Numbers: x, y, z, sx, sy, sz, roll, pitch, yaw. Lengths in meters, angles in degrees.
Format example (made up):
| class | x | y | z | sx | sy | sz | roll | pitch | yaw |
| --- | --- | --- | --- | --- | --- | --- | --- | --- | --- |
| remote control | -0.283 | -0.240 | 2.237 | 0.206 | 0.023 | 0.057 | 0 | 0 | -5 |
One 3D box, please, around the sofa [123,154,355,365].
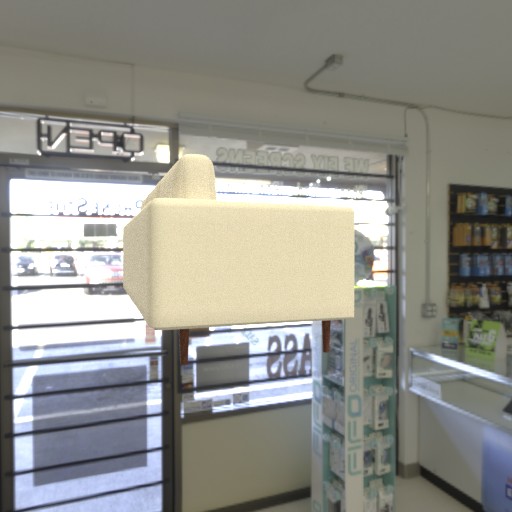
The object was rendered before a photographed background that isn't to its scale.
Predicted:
| class | x | y | z | sx | sy | sz | roll | pitch | yaw |
| --- | --- | --- | --- | --- | --- | --- | --- | --- | --- |
| sofa | 0.000 | 0.000 | 2.907 | 1.580 | 0.899 | 2.029 | 0 | 1 | -20 |
